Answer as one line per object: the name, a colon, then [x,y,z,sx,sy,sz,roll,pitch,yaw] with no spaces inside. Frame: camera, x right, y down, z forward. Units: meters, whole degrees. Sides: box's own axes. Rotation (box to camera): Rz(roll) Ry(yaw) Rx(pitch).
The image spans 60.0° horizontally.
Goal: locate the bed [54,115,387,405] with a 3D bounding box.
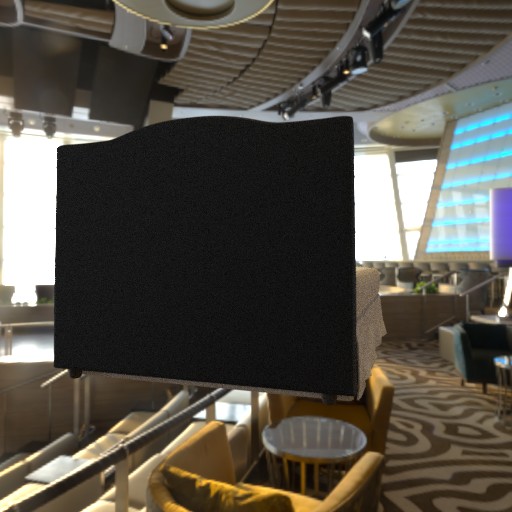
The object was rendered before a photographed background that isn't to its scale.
bed: [0.000,0.000,3.376,1.821,1.436,2.282,0,-1,19]
